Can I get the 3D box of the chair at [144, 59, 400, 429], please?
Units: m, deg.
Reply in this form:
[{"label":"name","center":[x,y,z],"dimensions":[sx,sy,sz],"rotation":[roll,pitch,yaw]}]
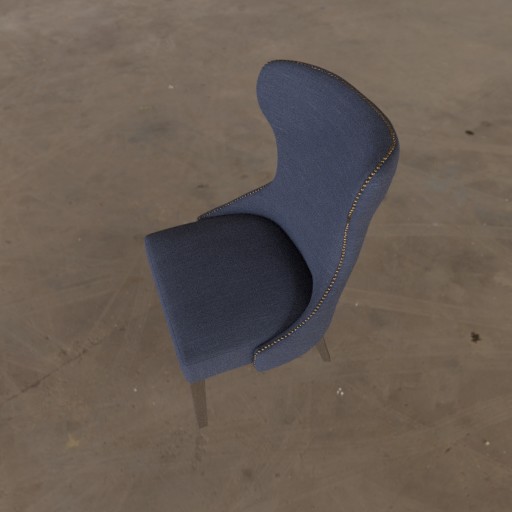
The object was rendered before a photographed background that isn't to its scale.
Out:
[{"label":"chair","center":[0.000,0.000,1.392],"dimensions":[0.635,0.967,0.628],"rotation":[-16,49,-14]}]
